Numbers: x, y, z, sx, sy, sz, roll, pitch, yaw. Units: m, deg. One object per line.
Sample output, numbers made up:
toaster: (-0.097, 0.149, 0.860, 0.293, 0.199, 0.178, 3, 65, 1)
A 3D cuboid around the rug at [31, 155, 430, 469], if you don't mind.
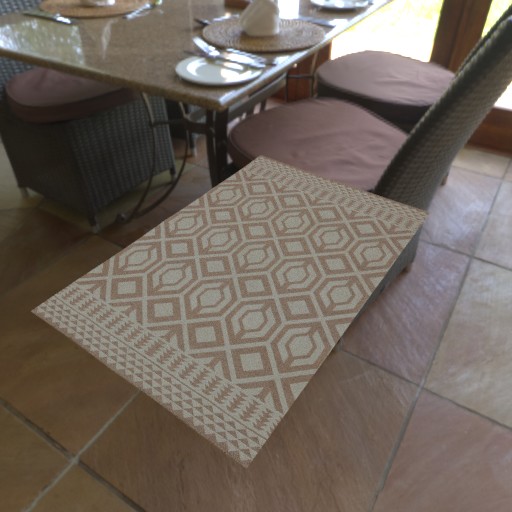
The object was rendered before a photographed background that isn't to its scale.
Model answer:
rug: (0.000, 0.000, 2.317, 1.219, 0.008, 1.829, 25, 46, 26)
